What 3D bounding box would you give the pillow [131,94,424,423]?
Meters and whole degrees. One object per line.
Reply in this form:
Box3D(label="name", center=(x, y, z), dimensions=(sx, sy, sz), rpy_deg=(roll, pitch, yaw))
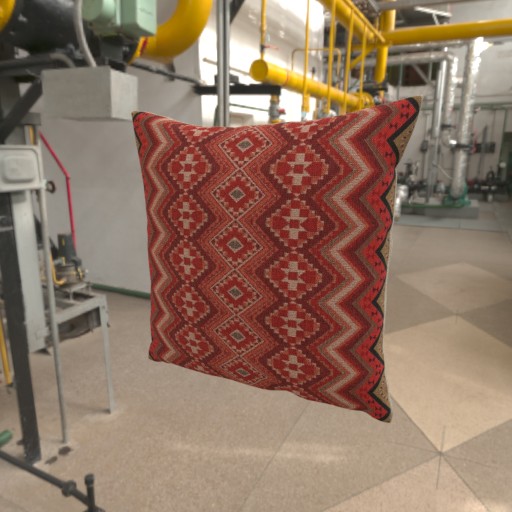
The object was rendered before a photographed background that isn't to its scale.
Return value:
Box3D(label="pillow", center=(0.000, 0.000, 0.778), dimensions=(0.513, 0.511, 0.158), rpy_deg=(7, 16, 26))
